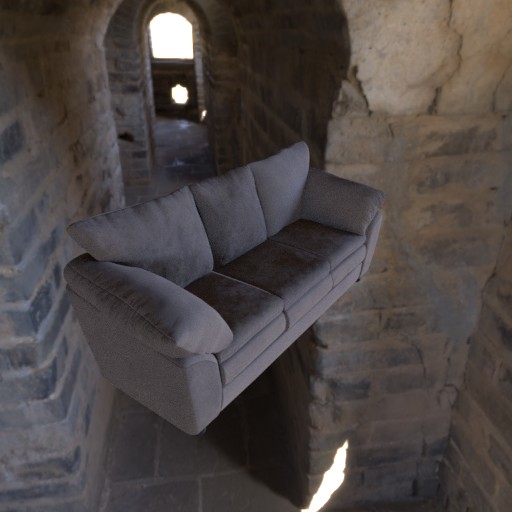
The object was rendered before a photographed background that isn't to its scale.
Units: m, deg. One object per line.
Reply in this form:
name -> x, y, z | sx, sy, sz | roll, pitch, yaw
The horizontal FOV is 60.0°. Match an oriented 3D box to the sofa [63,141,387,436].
sofa -> 0.000, 0.000, 2.945 | 0.878, 1.073, 2.336 | 19, 33, 32
